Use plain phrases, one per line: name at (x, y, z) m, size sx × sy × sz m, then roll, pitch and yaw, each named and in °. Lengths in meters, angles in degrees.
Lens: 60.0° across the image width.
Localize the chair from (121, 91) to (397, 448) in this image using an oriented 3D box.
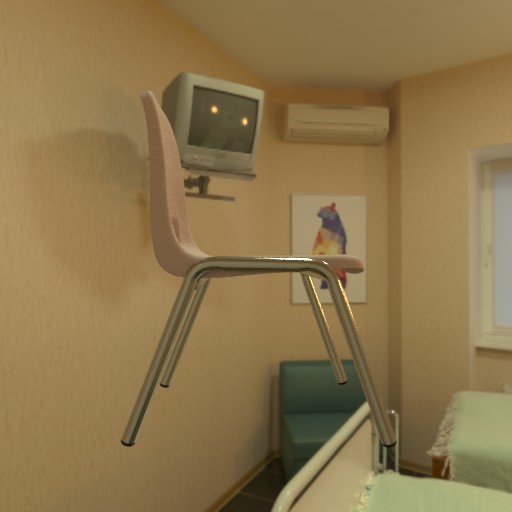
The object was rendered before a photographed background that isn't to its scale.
chair at (0.000, 0.000, 0.842) m, size 0.423 × 0.586 × 0.354 m, roll 0°, pitch 0°, yaw -1°
